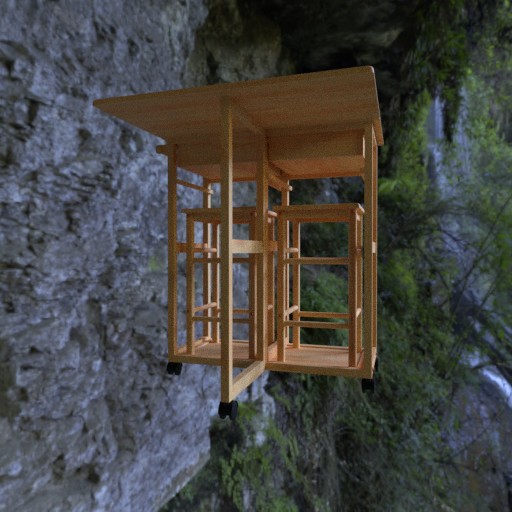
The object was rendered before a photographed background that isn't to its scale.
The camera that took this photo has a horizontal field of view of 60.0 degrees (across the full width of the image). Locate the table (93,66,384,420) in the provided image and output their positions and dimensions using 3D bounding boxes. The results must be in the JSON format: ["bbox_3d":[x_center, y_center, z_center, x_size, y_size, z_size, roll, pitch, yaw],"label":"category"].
[{"bbox_3d":[0.000,0.000,1.399,0.752,0.832,0.693,0,1,18],"label":"table"}]
